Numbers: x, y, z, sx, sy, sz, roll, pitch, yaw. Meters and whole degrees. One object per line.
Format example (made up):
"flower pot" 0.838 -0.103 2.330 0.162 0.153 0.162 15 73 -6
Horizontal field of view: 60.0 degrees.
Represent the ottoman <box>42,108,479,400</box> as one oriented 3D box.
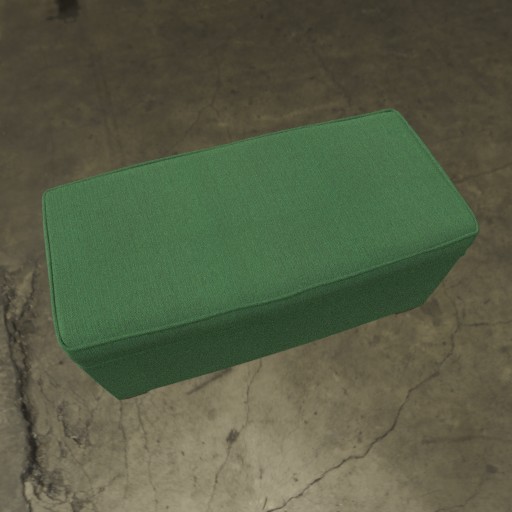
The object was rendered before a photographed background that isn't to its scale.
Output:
"ottoman" 0.000 0.000 1.209 0.957 0.471 0.483 -15 61 -9
